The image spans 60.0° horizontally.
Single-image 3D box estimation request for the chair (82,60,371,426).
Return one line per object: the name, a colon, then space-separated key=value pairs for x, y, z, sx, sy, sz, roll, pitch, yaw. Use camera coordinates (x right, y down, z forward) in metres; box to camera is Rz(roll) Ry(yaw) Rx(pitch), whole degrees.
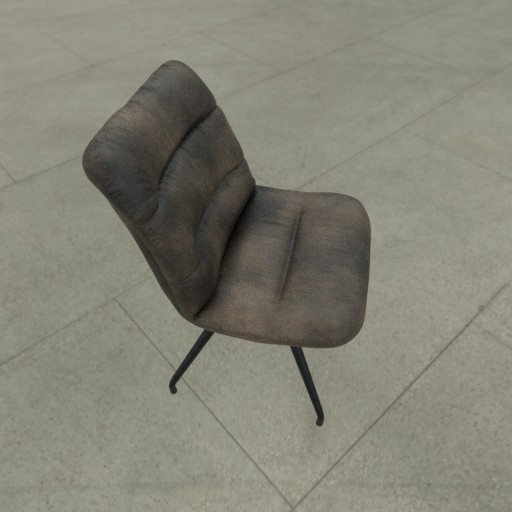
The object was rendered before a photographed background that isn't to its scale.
chair: x=0.000 y=0.000 z=1.229 sx=0.622 sy=0.870 sz=0.549 roll=9 pitch=47 yaw=9
